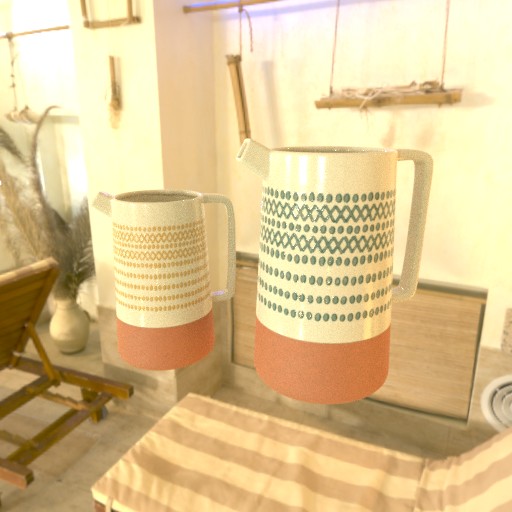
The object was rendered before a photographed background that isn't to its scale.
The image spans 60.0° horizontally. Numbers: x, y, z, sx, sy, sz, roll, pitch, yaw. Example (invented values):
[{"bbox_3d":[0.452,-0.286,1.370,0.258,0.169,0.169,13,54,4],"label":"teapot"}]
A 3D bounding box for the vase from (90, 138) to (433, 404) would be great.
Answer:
[{"bbox_3d":[0.000,0.000,0.478,0.326,0.247,0.168,8,18,25],"label":"vase"}]
